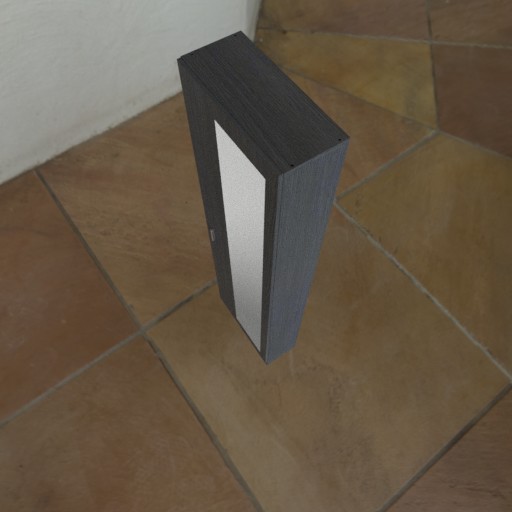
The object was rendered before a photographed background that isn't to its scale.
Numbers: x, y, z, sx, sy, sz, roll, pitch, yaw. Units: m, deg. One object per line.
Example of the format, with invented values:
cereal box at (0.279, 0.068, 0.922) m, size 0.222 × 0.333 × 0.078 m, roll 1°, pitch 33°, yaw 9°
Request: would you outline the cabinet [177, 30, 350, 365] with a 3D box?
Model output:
cabinet at (0.000, 0.000, 1.961) m, size 0.230 × 1.790 × 0.500 m, roll -31°, pitch 66°, yaw -15°
